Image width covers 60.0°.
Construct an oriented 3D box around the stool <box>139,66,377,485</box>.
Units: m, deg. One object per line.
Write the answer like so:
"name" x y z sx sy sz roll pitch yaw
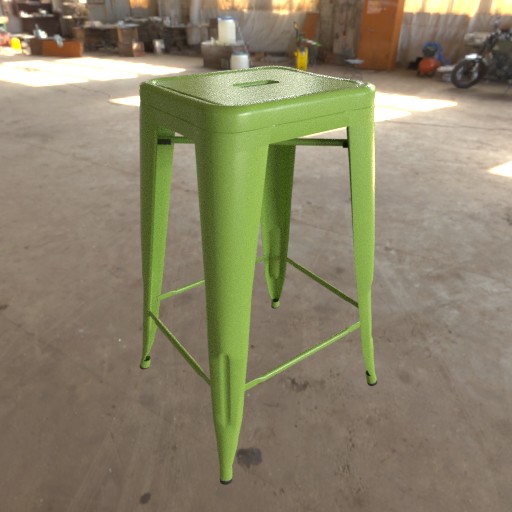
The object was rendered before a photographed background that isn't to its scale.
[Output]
"stool" 0.000 0.000 0.821 0.398 0.609 0.358 -21 36 -30
